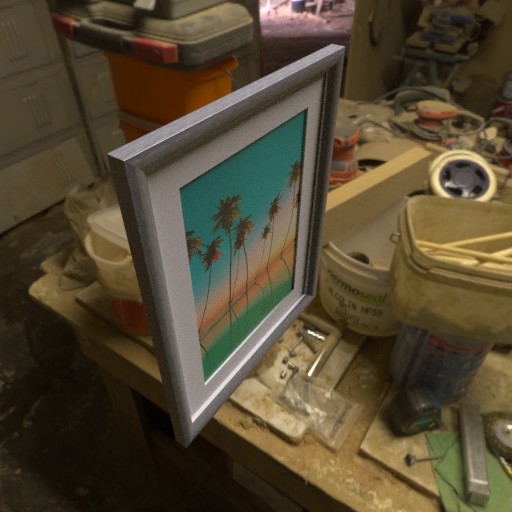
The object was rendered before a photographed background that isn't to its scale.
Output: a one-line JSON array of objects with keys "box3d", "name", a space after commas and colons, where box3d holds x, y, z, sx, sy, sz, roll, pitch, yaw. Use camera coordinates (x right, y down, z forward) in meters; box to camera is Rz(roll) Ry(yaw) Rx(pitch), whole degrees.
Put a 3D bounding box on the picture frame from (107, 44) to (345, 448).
[{"box3d": [0.000, 0.000, 0.741, 0.029, 0.559, 0.454, 25, 46, 26], "name": "picture frame"}]
